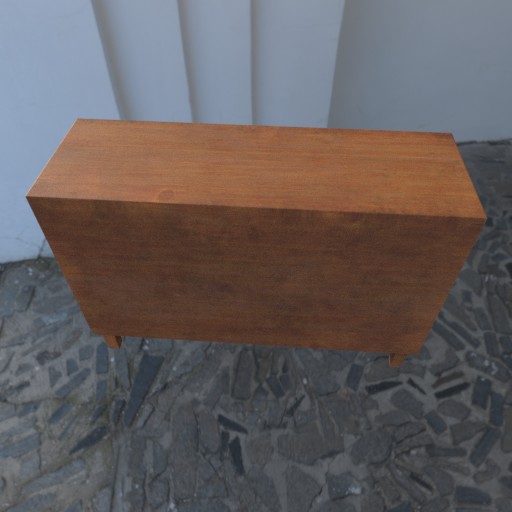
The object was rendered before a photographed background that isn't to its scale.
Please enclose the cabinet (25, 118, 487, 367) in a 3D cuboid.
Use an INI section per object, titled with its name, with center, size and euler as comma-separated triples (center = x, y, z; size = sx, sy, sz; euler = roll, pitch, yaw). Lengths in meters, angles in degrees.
[cabinet]
center = 0.000, 0.000, 1.582
size = 1.204, 0.805, 0.403
euler = 3, 47, 3
